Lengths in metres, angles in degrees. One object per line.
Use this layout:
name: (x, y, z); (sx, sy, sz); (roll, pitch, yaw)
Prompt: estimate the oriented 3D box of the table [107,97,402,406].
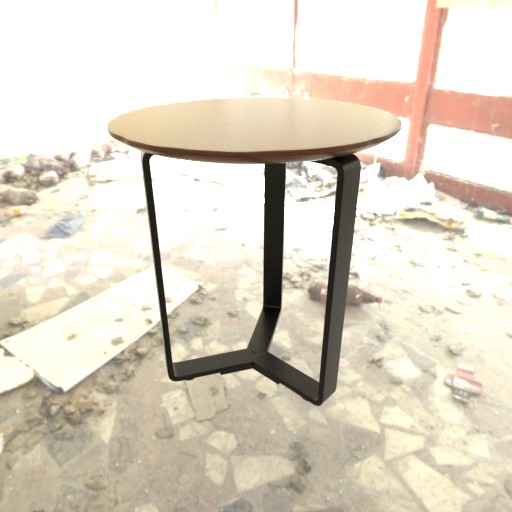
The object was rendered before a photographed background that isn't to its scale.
table: (0.000, 0.000, 0.741); (0.410, 0.450, 0.380); (-8, 29, -15)
